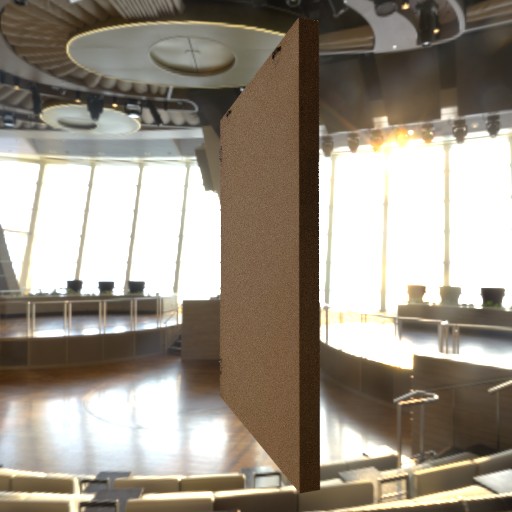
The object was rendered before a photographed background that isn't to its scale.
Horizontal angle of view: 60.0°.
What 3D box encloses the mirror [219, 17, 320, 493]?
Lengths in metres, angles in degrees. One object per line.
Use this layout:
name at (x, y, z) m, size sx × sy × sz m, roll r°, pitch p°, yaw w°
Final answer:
mirror at (0.000, 0.000, 0.906) m, size 0.039 × 0.711 × 0.508 m, roll 0°, pitch -1°, yaw -18°
